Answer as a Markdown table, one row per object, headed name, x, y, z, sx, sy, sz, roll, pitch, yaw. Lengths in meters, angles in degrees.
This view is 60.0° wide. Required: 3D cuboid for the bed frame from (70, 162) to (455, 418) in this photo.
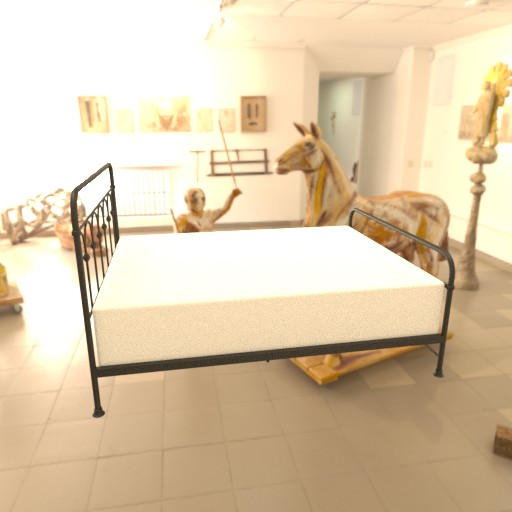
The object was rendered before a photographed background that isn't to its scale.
| name | x | y | z | sx | sy | sz | roll | pitch | yaw |
| --- | --- | --- | --- | --- | --- | --- | --- | --- | --- |
| bed frame | 0.000 | 0.000 | 3.280 | 2.203 | 1.276 | 1.664 | -3 | 18 | -10 |
